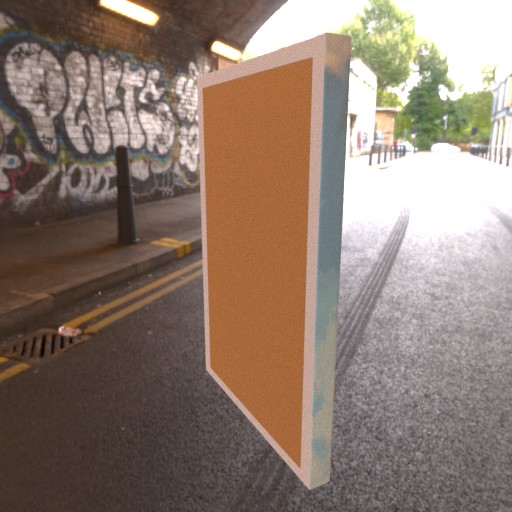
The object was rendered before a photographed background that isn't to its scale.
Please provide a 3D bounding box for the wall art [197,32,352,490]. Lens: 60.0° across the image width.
[{"bbox_3d":[0.000,0.000,0.747,0.038,0.610,0.401,-8,16,-27],"label":"wall art"}]
